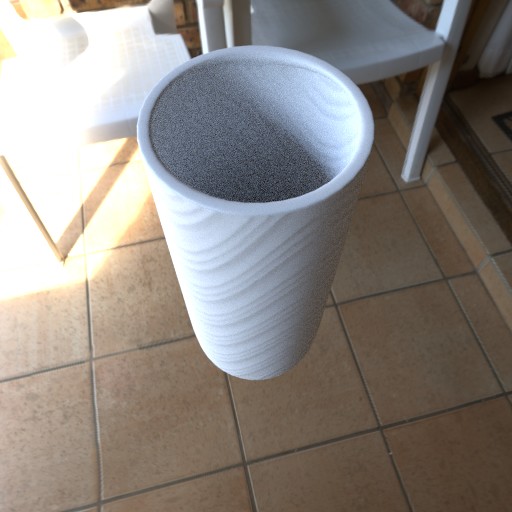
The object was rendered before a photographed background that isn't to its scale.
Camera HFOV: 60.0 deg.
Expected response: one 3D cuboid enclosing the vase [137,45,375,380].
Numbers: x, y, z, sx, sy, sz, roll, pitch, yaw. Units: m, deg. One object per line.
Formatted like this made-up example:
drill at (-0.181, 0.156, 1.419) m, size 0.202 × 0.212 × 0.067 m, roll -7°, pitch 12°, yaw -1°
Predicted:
vase at (0.000, 0.000, 0.393) m, size 0.143 × 0.316 × 0.143 m, roll 0°, pitch 60°, yaw 0°
